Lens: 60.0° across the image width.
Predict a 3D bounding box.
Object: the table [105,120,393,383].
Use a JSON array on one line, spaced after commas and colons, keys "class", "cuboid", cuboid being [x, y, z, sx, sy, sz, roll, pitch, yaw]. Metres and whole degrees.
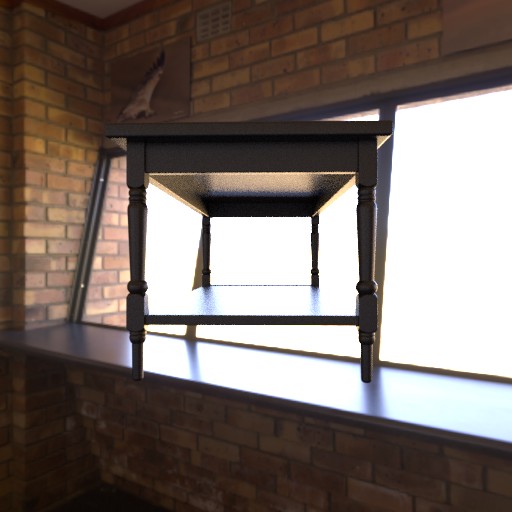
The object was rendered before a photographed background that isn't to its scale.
[{"class": "table", "cuboid": [0.000, 0.000, 1.394, 0.550, 0.510, 1.107, 0, 0, 2]}]
